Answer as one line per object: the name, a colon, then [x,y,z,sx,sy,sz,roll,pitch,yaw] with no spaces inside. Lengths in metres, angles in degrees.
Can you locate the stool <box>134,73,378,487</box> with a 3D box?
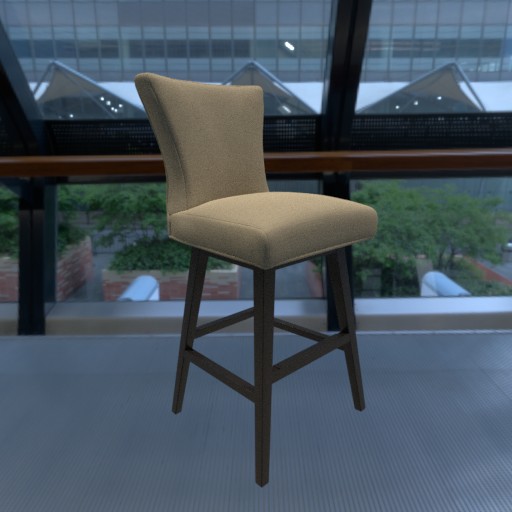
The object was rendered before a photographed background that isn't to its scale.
stool: [0.000,0.000,1.409,0.514,1.086,0.574,-14,20,-43]
